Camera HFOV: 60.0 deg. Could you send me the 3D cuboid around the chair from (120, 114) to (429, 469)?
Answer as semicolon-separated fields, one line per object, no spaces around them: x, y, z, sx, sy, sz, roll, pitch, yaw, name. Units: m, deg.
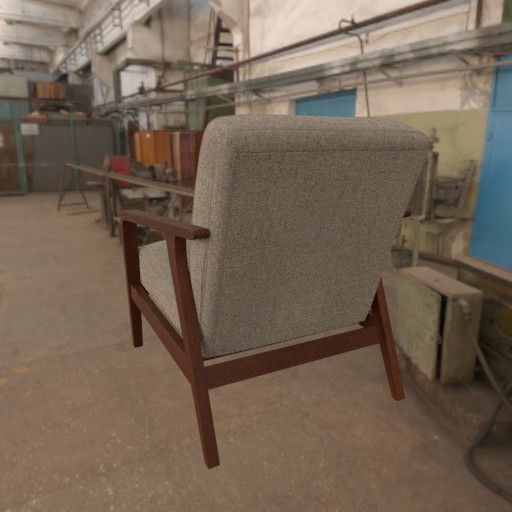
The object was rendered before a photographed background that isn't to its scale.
0.000;0.000;1.456;0.704;0.847;0.858;-8;16;-27;chair
